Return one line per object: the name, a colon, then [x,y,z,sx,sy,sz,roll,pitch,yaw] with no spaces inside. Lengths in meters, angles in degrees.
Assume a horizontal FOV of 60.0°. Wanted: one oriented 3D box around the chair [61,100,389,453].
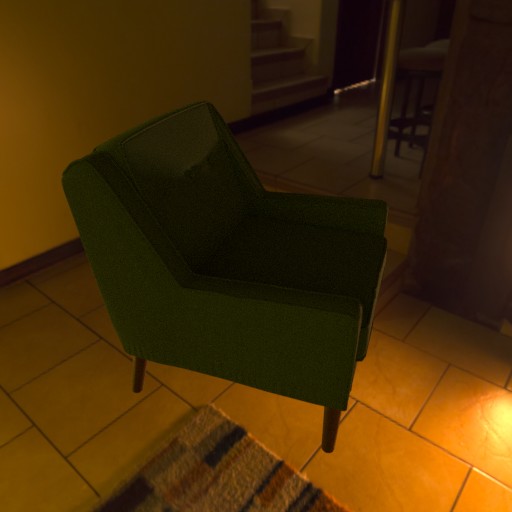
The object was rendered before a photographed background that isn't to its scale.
chair: [0.000,0.000,1.341,0.743,0.792,0.663,11,33,17]
